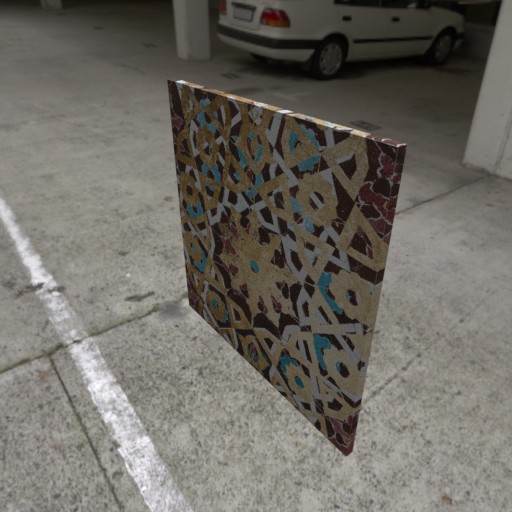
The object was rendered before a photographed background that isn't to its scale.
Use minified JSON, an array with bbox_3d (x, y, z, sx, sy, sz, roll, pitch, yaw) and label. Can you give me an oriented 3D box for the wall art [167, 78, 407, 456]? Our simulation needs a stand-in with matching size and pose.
[{"bbox_3d":[0.000,0.000,1.141,0.028,0.762,0.757,-21,37,-31],"label":"wall art"}]
